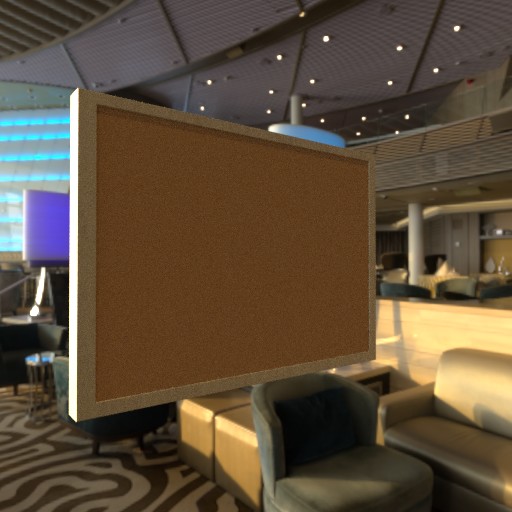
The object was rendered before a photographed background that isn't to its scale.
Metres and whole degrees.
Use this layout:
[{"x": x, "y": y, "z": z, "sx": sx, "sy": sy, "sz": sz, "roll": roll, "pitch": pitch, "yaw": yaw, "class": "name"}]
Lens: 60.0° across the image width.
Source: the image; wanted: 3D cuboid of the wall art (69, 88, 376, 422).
[{"x": 0.000, "y": 0.000, "z": 0.676, "sx": 0.532, "sy": 0.380, "sz": 0.032, "roll": 1, "pitch": -1, "yaw": -37, "class": "wall art"}]
